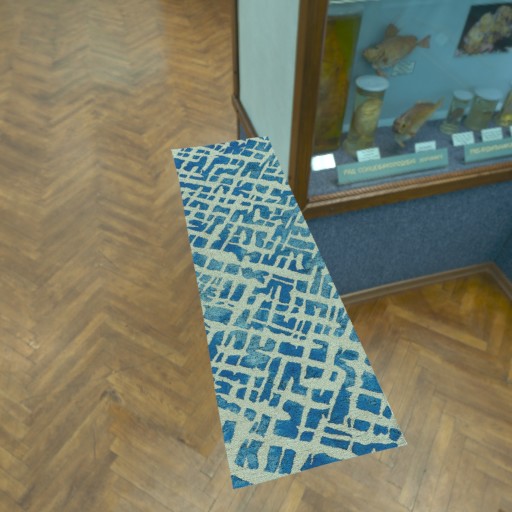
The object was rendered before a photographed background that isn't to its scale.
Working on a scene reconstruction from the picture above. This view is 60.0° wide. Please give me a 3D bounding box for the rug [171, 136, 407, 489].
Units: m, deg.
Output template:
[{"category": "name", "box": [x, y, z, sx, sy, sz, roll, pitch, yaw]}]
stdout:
[{"category": "rug", "box": [0.000, 0.000, 2.656, 0.768, 0.011, 2.446, -10, 49, -9]}]
